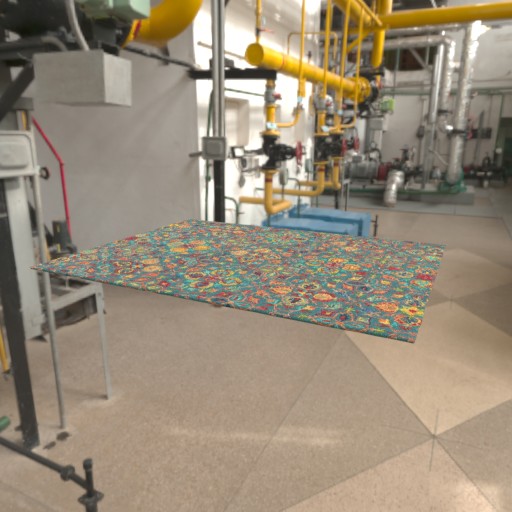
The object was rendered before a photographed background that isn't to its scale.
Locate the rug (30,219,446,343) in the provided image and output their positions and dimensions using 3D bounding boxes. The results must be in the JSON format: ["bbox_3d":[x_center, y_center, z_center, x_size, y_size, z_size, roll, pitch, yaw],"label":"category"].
[{"bbox_3d":[0.000,0.000,4.236,3.204,0.025,2.434,8,18,25],"label":"rug"}]
